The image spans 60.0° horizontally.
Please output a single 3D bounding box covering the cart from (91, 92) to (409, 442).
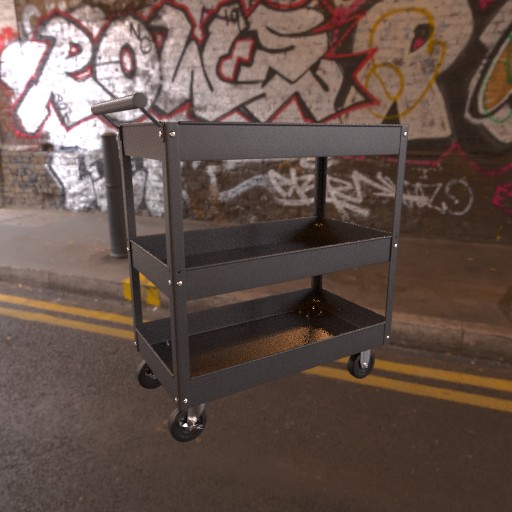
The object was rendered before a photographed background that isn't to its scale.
[{"bbox_3d":[0.000,0.000,1.203,0.719,0.780,0.366,-9,18,-29],"label":"cart"}]
